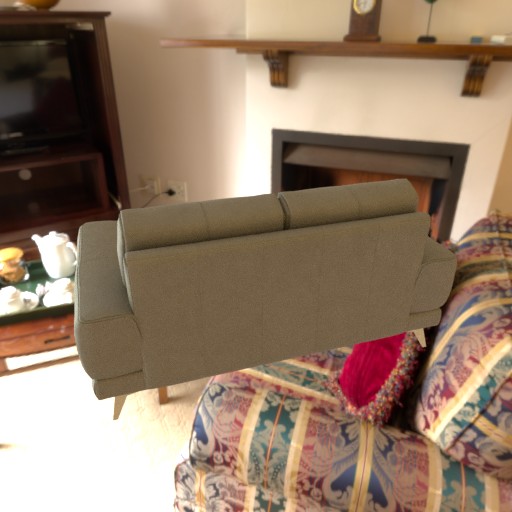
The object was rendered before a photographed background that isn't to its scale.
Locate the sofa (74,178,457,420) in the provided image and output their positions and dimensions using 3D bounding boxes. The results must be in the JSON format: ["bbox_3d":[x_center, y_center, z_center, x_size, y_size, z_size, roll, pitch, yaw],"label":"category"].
[{"bbox_3d":[0.000,0.000,2.363,1.806,0.907,1.018,-9,29,-16],"label":"sofa"}]
